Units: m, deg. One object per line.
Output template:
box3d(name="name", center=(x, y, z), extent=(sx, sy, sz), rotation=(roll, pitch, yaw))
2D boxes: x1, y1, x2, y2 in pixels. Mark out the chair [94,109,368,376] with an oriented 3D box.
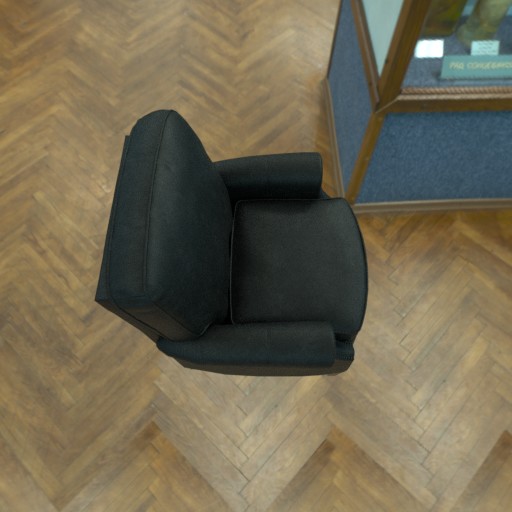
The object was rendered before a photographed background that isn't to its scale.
box3d(name="chair", center=(0.000, 0.000, 1.806), extent=(0.986, 1.018, 0.936), rotation=(1, 63, 0))
